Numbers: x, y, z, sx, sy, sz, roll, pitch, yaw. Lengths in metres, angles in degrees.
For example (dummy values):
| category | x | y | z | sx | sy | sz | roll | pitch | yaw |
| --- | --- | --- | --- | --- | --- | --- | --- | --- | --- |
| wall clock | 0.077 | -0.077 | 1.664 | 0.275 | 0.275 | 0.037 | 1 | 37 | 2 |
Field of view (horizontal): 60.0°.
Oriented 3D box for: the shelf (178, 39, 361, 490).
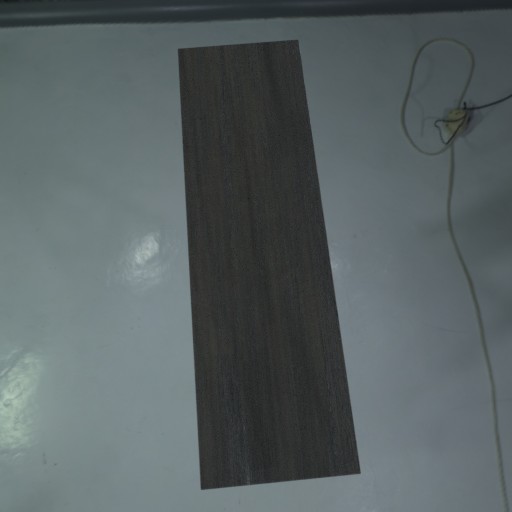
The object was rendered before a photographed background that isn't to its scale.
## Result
| category | x | y | z | sx | sy | sz | roll | pitch | yaw |
| --- | --- | --- | --- | --- | --- | --- | --- | --- | --- |
| shelf | 0.000 | 0.000 | 1.501 | 0.400 | 0.495 | 1.300 | -5 | 74 | -1 |
